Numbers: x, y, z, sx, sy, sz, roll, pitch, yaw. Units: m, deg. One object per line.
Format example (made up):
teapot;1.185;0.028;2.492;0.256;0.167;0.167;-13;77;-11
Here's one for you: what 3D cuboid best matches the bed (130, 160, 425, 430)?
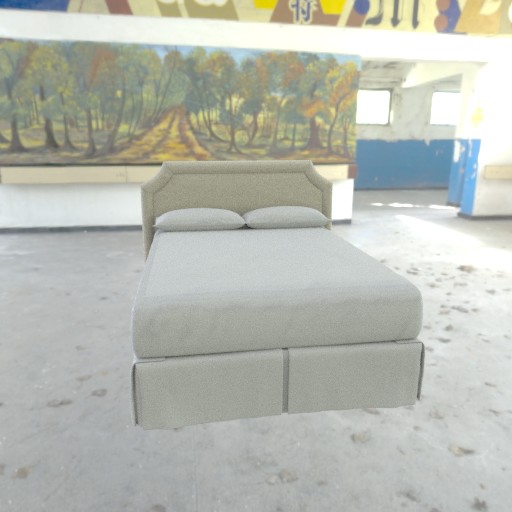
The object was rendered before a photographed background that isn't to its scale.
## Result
bed;0.000;0.000;3.299;1.828;1.297;2.164;-2;15;-9
